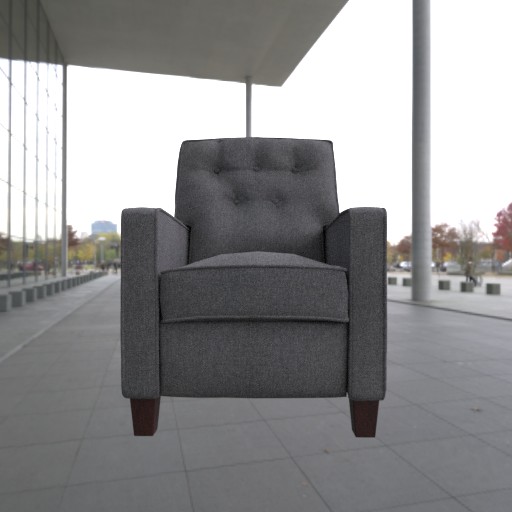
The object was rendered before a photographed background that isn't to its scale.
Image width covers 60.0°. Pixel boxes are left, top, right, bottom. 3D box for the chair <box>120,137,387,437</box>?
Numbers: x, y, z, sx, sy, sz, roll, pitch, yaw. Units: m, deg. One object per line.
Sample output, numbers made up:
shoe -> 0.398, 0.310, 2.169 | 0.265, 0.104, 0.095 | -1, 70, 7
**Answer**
chair -> 0.000, 0.000, 1.409 | 0.650, 0.889, 0.775 | 0, -1, 1
